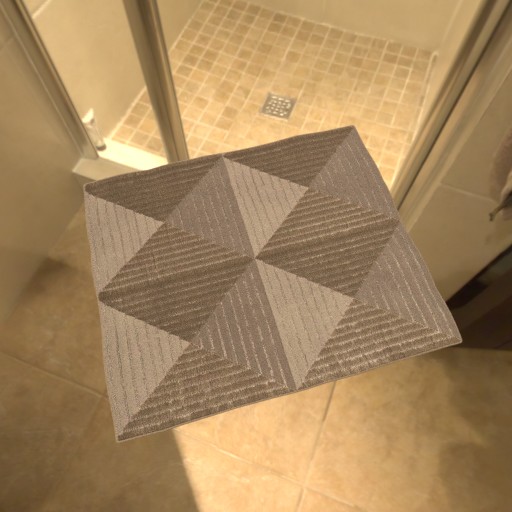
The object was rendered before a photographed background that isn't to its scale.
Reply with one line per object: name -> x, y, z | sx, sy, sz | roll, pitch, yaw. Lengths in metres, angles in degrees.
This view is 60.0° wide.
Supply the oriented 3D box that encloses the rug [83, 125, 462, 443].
rug -> 0.000, 0.000, 0.891 | 0.642, 0.008, 0.551 | -14, 64, -7
